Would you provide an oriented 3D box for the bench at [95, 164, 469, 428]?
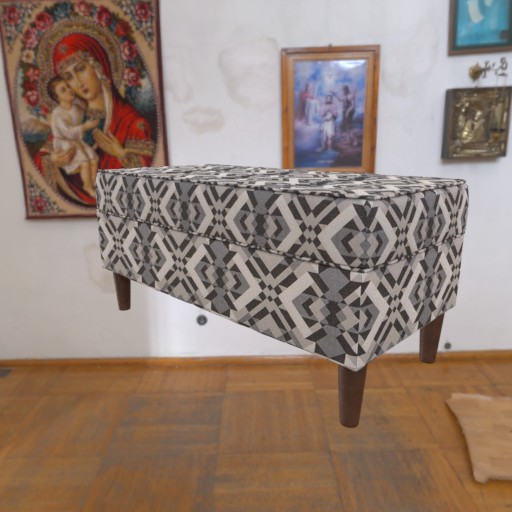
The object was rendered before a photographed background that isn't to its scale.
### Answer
[{"bbox_3d":[0.000,0.000,1.302,1.016,0.477,0.492,14,20,43],"label":"bench"}]
